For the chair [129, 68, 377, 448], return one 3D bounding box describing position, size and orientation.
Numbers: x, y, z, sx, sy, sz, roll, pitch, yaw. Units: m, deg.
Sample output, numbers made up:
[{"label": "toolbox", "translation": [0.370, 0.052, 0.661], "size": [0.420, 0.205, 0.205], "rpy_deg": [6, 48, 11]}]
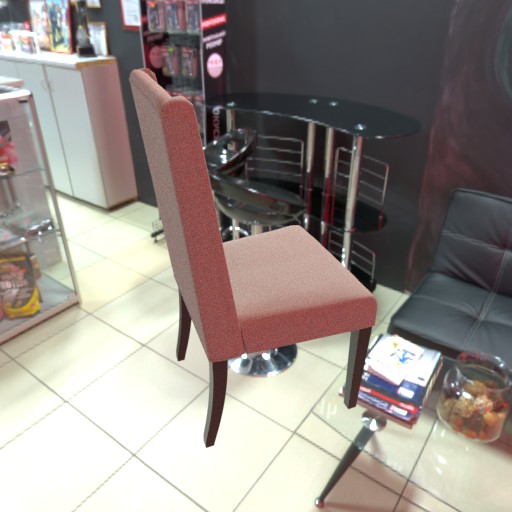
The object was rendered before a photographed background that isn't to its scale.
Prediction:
[{"label": "chair", "translation": [0.000, 0.000, 1.249], "size": [0.523, 0.961, 0.474], "rpy_deg": [-11, 32, -18]}]
